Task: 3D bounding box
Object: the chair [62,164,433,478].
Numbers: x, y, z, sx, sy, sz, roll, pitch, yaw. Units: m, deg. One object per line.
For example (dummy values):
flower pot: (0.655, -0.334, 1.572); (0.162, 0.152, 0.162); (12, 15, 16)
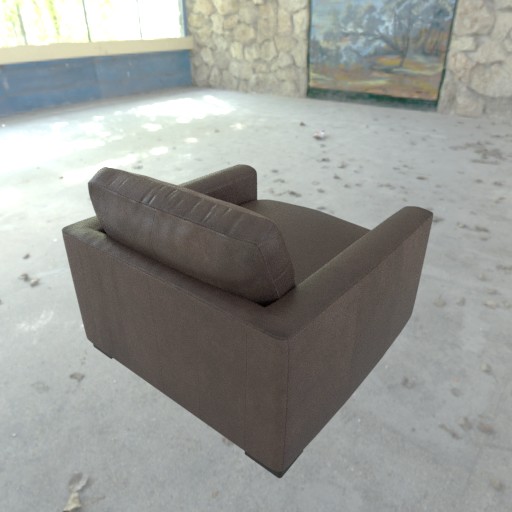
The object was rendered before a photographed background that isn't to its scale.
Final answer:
chair: (0.000, 0.000, 1.817); (1.100, 0.812, 1.069); (21, 35, 33)
